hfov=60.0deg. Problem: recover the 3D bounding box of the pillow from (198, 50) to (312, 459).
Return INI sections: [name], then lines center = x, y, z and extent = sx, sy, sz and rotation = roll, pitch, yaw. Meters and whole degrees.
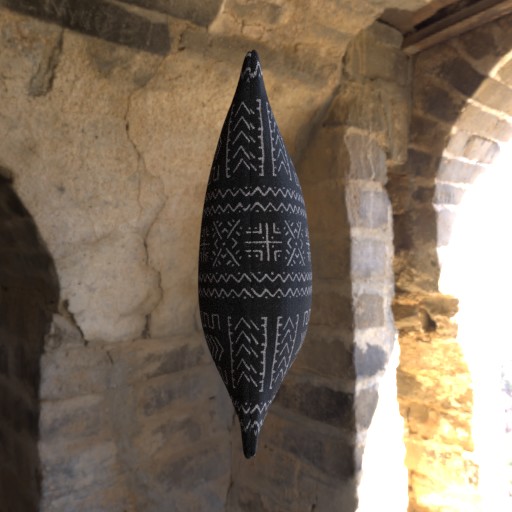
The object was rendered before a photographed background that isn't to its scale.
[pillow]
center = 0.000, 0.000, 0.677
extent = 0.164, 0.430, 0.438
rotation = 0, -1, 1
